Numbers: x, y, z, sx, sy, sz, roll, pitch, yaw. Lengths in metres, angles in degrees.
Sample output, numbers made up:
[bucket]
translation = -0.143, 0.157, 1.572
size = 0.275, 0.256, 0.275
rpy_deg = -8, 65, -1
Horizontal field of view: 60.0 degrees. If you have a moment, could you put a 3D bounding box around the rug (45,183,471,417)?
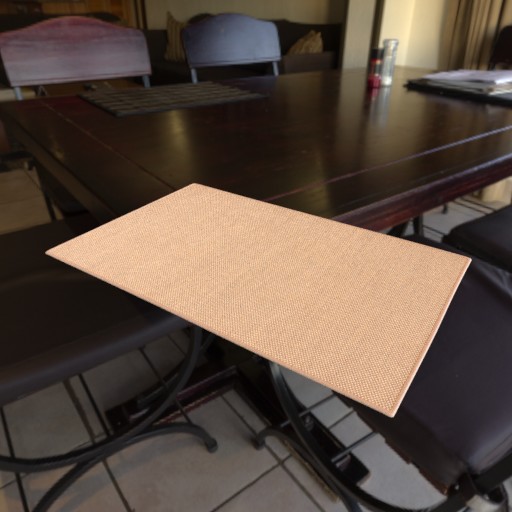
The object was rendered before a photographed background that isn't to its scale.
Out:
[rug]
translation = 0.000, 0.000, 2.054
size = 1.676, 0.013, 1.067
rpy_deg = 19, 36, 29
